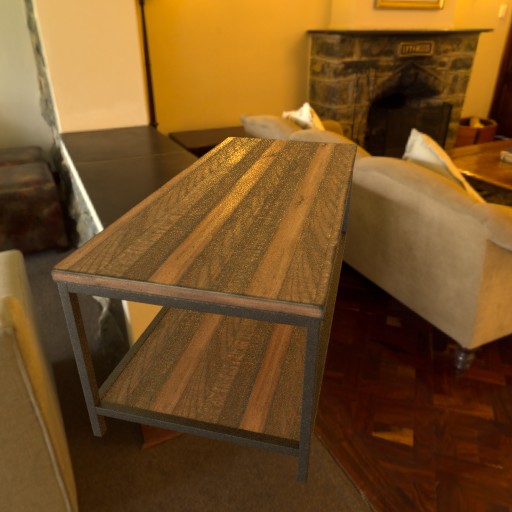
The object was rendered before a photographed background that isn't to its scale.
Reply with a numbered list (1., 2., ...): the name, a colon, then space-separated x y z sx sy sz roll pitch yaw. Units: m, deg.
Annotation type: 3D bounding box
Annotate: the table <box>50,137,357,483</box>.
1. table: 0.000 0.000 1.201 0.452 0.399 0.990 7 28 12
